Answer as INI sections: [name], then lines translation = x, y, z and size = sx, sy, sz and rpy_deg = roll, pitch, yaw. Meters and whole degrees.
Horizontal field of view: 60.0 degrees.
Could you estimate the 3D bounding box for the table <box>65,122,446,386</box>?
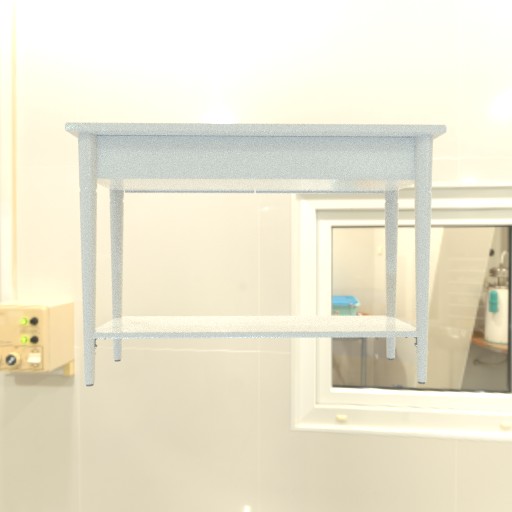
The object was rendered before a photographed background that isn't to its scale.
[table]
translation = 0.000, 0.000, 1.436
size = 1.067, 0.749, 0.381
rpy_deg = 0, 1, -1
